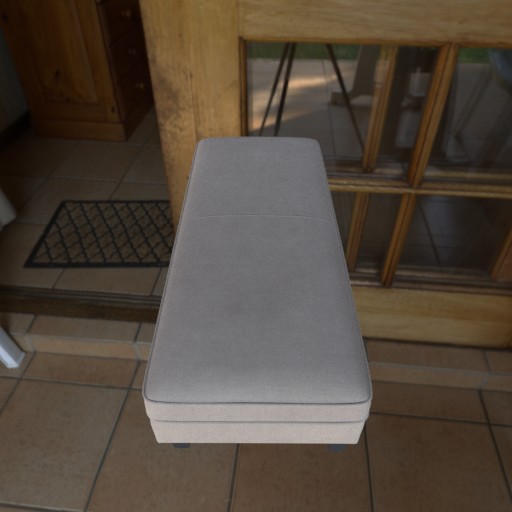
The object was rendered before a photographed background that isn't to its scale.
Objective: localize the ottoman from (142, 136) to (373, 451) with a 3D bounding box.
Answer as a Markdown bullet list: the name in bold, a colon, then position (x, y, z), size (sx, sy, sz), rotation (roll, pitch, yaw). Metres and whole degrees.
- **ottoman**: position (0.000, 0.000, 2.055), size (0.735, 0.460, 1.726), rotation (0, 41, 0)
